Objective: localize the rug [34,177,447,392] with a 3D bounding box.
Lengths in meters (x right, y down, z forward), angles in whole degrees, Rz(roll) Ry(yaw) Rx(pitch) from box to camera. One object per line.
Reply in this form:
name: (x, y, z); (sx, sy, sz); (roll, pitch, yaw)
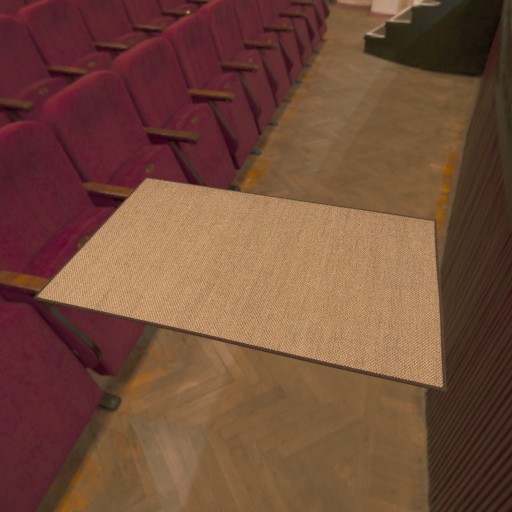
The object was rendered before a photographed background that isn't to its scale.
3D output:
rug: (0.000, 0.000, 2.103); (1.676, 0.013, 1.067); (10, 41, 12)
